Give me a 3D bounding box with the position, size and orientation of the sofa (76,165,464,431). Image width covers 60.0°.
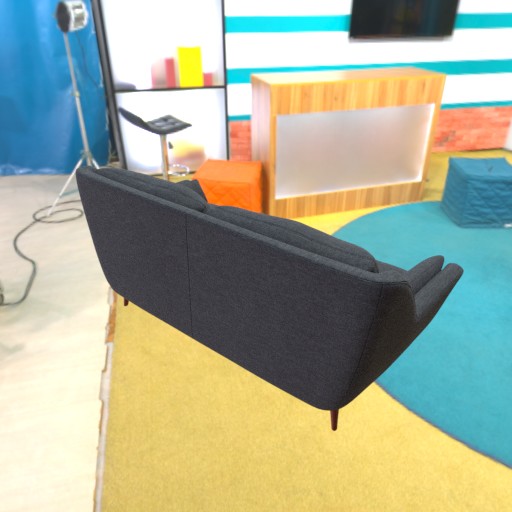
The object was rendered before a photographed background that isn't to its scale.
[{"bbox_3d":[0.000,0.000,2.426,1.929,0.896,0.975,22,37,32],"label":"sofa"}]
